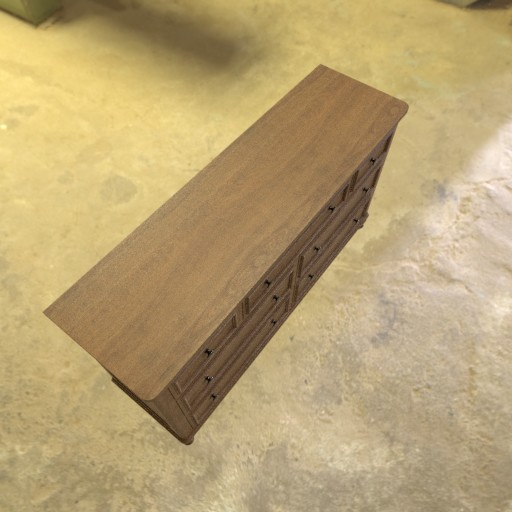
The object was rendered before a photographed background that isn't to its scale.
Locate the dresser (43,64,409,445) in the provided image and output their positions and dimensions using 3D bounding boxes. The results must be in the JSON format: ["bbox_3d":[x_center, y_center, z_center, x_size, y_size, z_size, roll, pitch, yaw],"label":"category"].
[{"bbox_3d":[0.000,0.000,2.021,0.468,0.892,1.583,33,64,19],"label":"dresser"}]
